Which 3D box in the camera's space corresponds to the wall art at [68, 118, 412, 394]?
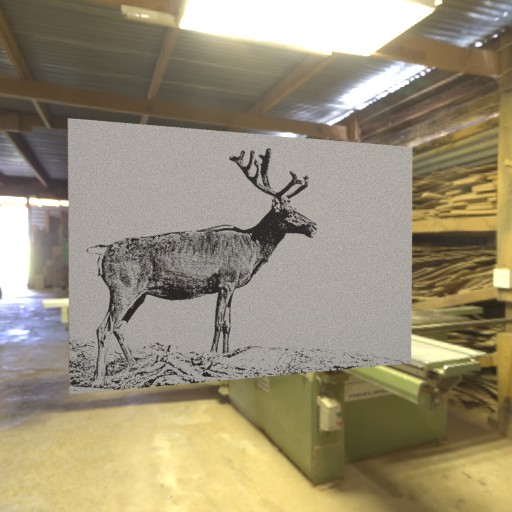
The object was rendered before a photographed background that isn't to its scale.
[{"bbox_3d":[0.000,0.000,0.491,0.381,0.259,0.038,0,1,-18],"label":"wall art"}]
